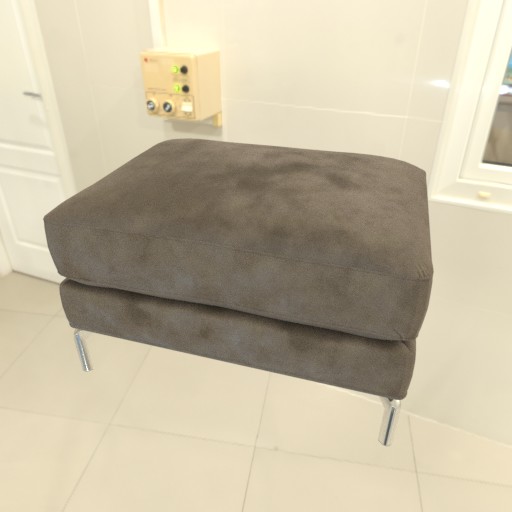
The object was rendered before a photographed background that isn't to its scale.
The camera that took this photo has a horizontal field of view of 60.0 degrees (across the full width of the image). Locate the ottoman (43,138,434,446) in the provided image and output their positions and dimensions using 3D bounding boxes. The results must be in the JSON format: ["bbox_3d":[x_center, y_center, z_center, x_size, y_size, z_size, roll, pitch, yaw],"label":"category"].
[{"bbox_3d":[0.000,0.000,1.040,0.719,0.456,0.520,9,32,14],"label":"ottoman"}]
